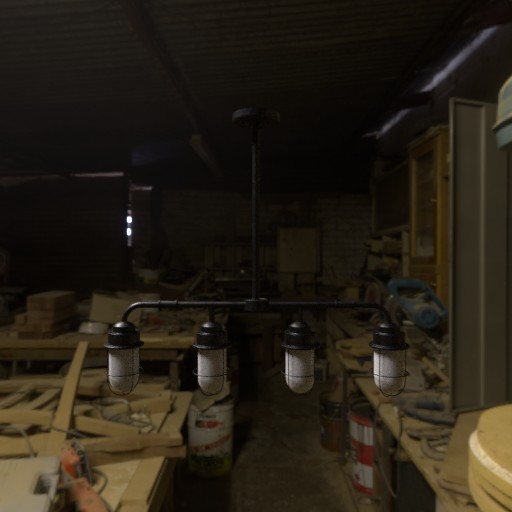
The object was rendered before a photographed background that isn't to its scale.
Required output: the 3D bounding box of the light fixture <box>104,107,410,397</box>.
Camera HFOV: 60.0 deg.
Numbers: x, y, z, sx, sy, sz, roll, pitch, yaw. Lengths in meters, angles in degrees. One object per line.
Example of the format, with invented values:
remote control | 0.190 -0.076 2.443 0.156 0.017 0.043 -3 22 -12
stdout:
light fixture | 0.000 0.000 1.241 0.852 0.785 0.131 0 1 1
